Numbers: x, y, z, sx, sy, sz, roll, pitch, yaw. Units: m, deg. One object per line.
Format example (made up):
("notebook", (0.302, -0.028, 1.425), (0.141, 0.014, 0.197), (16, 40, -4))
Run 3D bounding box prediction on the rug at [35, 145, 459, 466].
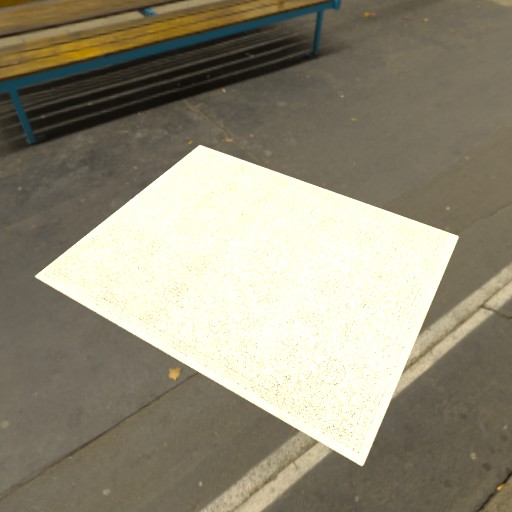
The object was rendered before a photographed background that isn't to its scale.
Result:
("rug", (0.000, 0.000, 4.053), (3.050, 0.015, 2.441), (24, 51, 21))
